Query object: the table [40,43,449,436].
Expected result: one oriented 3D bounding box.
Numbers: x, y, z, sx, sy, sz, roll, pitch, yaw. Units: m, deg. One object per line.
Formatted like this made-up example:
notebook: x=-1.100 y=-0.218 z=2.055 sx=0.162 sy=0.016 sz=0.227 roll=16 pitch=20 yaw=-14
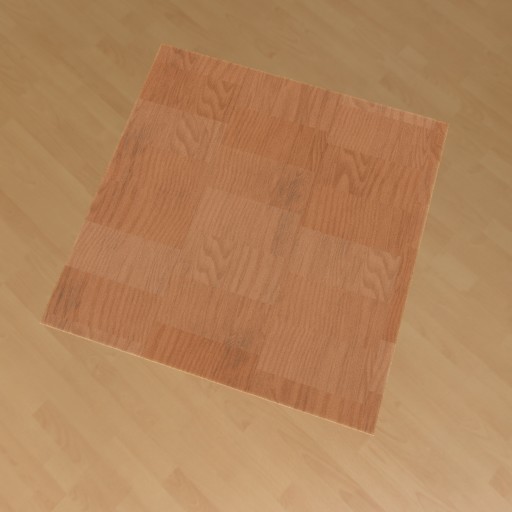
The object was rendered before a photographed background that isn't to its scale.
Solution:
table: x=0.000 y=0.000 z=1.375 sx=0.747 sy=0.738 sz=0.747 roll=17 pitch=77 yaw=4
